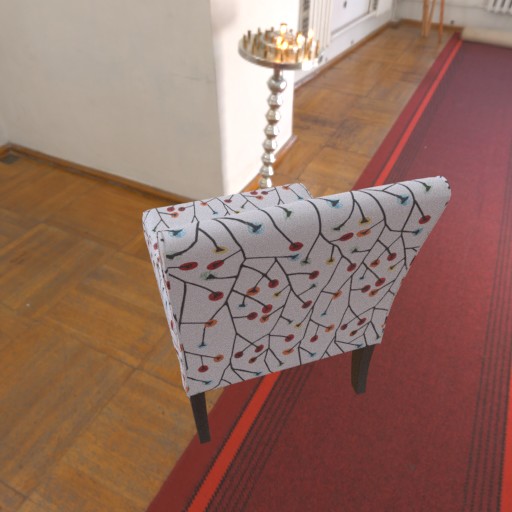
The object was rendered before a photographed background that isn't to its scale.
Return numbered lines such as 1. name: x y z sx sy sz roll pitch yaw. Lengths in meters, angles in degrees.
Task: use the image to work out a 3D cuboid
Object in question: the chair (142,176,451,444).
1. chair: 0.000 0.000 1.311 0.597 0.813 0.732 -12 43 -14
